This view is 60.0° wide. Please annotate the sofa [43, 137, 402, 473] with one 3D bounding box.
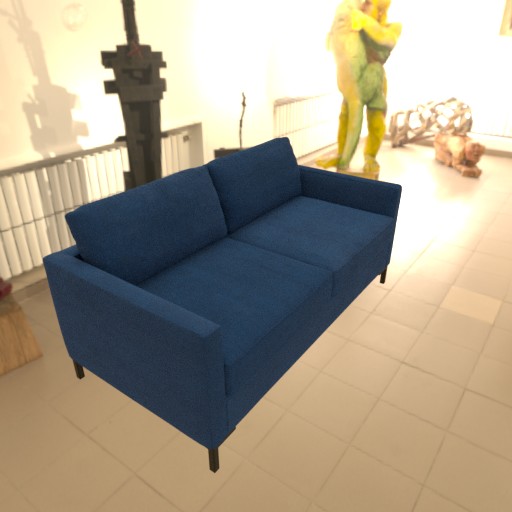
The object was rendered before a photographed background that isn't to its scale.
[{"bbox_3d":[0.000,0.000,2.175,0.875,0.817,1.676,19,33,31],"label":"sofa"}]
